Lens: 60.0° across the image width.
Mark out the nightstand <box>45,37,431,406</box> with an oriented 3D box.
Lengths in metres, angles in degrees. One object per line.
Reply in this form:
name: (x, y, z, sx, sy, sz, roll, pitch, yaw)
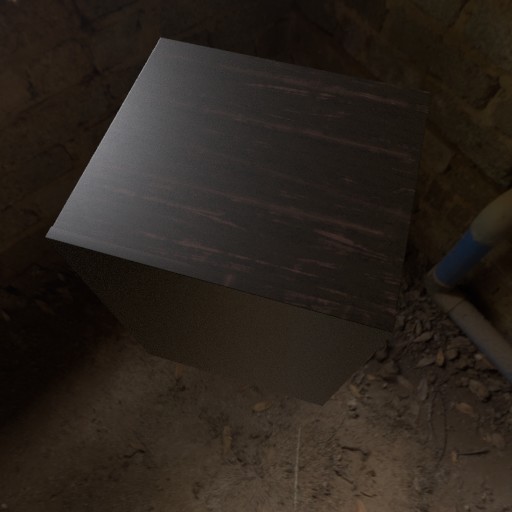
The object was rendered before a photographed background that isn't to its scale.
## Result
nightstand: (0.000, 0.000, 0.809, 0.400, 0.559, 0.356, 15, 65, 7)
